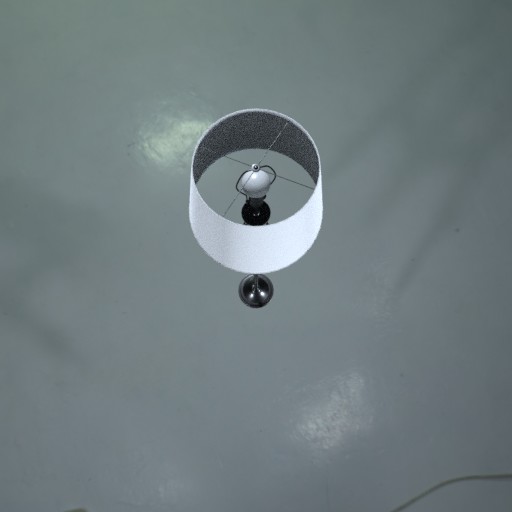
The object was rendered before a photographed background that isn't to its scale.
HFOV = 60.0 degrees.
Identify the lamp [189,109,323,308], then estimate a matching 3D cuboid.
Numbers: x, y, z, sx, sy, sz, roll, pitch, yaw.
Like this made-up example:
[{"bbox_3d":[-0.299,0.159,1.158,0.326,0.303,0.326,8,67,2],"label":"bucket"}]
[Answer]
[{"bbox_3d":[0.000,0.000,1.779,0.379,1.623,0.379,0,76,0],"label":"lamp"}]
